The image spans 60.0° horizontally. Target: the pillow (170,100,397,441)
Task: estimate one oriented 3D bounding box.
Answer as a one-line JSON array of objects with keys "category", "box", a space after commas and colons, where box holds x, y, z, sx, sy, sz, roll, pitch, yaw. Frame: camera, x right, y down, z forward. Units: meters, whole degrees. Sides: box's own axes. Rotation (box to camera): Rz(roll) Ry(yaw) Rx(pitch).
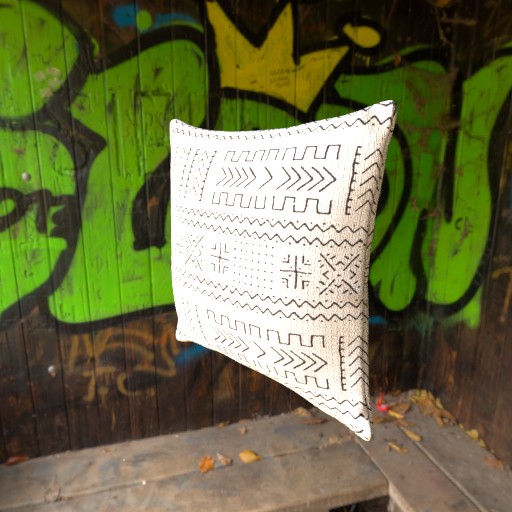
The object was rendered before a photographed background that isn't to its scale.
[{"category": "pillow", "box": [0.000, 0.000, 0.687, 0.164, 0.430, 0.438, -14, 19, -43]}]
